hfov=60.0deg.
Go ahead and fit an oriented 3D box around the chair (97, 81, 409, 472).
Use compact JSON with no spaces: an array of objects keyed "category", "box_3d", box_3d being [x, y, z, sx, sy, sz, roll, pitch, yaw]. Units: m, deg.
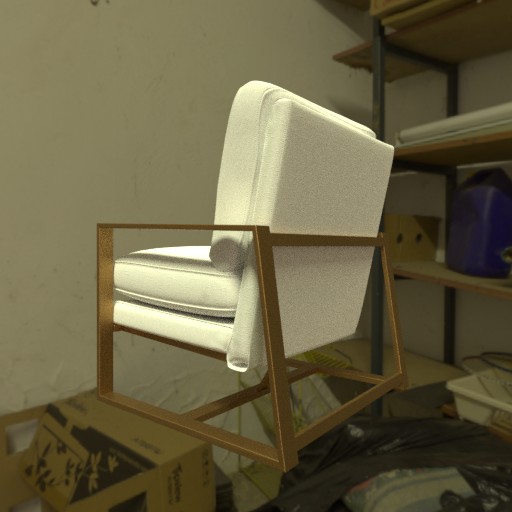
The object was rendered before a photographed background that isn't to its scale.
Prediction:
[{"category":"chair","box_3d":[0.000,0.000,1.568,0.813,0.966,0.805,1,2,38]}]
